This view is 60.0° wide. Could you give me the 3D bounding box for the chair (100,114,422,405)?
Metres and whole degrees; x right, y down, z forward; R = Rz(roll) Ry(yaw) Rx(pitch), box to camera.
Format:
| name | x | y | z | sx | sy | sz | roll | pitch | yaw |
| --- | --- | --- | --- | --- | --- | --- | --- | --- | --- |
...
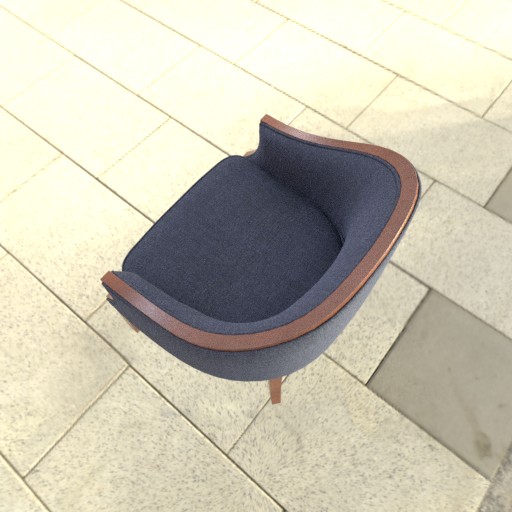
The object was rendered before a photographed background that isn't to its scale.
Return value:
| name | x | y | z | sx | sy | sz | roll | pitch | yaw |
| --- | --- | --- | --- | --- | --- | --- | --- | --- | --- |
| chair | 0.000 | 0.000 | 1.443 | 0.735 | 0.876 | 0.803 | 34 | 68 | 16 |
